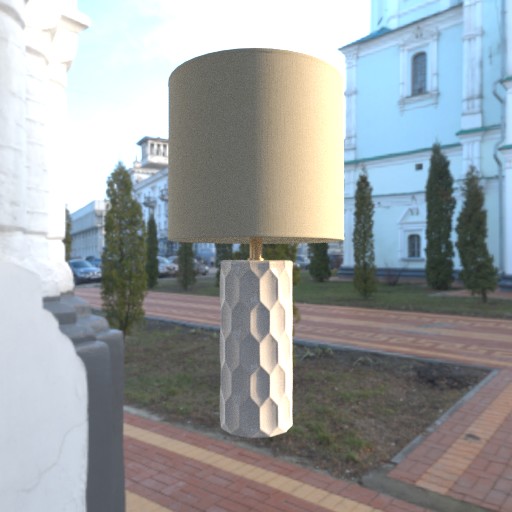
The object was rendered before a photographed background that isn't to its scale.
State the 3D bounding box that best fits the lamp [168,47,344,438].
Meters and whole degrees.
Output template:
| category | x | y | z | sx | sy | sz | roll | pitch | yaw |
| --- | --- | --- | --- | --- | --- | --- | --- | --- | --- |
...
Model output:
| category | x | y | z | sx | sy | sz | roll | pitch | yaw |
| --- | --- | --- | --- | --- | --- | --- | --- | --- | --- |
| lamp | 0.000 | 0.000 | 0.708 | 0.277 | 0.537 | 0.277 | 0 | 0 | -36 |
